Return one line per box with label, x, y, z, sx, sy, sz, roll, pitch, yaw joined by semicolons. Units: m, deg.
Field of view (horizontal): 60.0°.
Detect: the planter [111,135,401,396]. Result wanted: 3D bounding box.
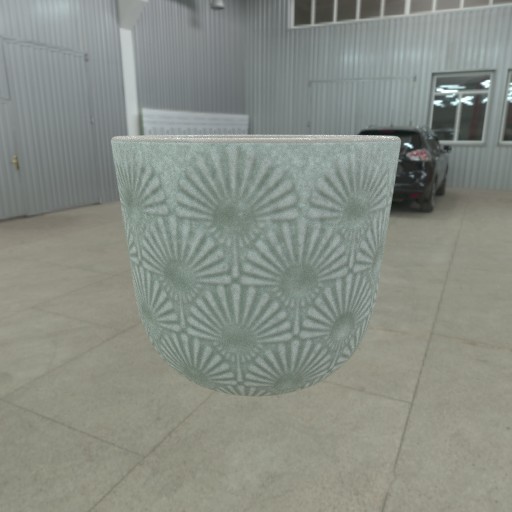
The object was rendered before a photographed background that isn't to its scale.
planter;0.000;0.000;0.291;0.170;0.152;0.170;0;16;0
